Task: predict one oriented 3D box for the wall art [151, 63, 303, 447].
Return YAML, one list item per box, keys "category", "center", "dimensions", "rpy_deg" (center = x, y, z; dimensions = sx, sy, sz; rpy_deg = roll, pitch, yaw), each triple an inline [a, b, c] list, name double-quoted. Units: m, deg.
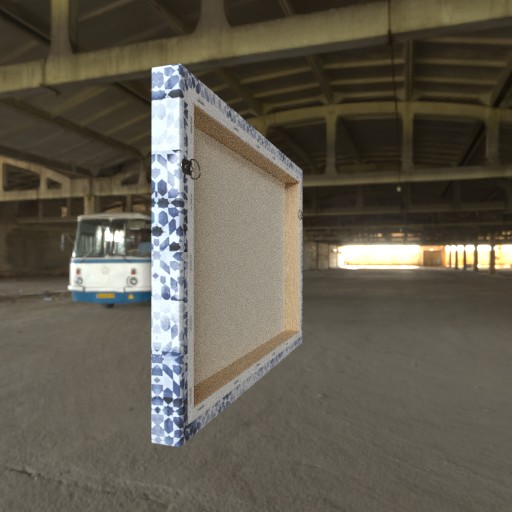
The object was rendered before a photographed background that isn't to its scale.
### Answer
- category: "wall art"
  center: [0.000, 0.000, 1.138]
  dimensions: [0.057, 0.608, 0.911]
  rpy_deg: [0, 0, 18]
